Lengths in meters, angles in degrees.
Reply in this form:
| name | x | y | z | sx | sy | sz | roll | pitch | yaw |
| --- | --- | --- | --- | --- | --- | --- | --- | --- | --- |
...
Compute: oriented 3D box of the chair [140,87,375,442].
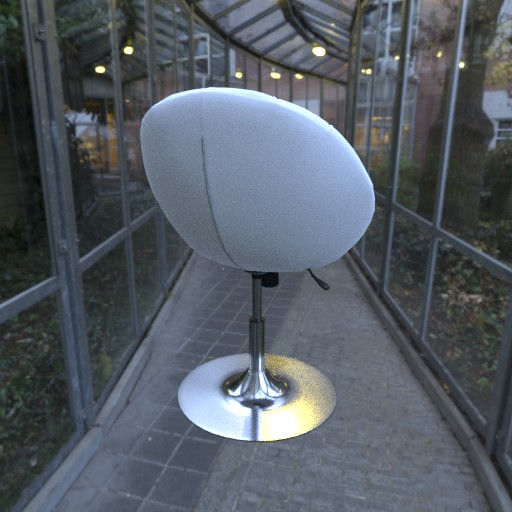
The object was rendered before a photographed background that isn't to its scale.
| name | x | y | z | sx | sy | sz | roll | pitch | yaw |
| --- | --- | --- | --- | --- | --- | --- | --- | --- | --- |
| chair | 0.000 | 0.000 | 1.840 | 0.940 | 1.261 | 0.736 | 8 | 17 | 27 |
